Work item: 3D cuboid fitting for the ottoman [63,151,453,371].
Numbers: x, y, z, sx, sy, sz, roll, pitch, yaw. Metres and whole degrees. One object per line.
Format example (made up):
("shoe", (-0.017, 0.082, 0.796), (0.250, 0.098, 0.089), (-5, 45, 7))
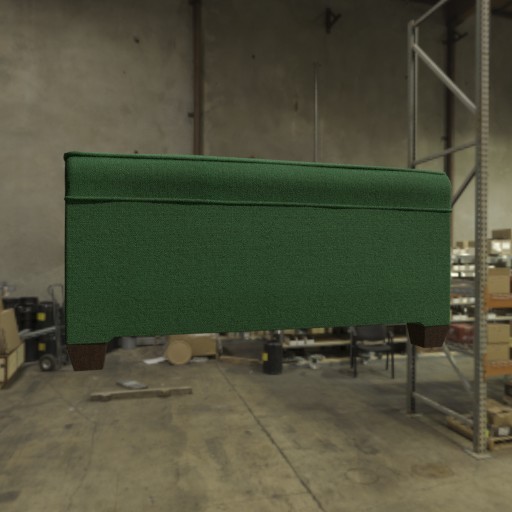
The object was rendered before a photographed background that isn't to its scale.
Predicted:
("ottoman", (0.000, 0.000, 1.223), (0.957, 0.471, 0.483), (0, 0, -16))
